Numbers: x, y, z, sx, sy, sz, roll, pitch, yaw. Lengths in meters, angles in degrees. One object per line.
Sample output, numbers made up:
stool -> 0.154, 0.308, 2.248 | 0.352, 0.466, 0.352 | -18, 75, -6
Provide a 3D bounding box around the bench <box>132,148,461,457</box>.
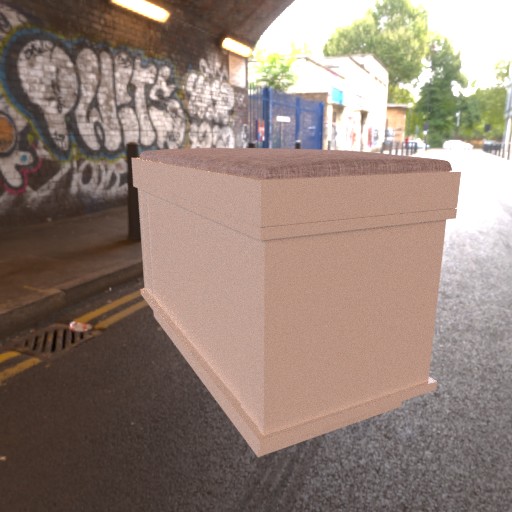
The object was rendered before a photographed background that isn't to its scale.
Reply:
bench -> 0.000, 0.000, 0.978 | 0.362, 0.461, 0.734 | -7, 16, -26
